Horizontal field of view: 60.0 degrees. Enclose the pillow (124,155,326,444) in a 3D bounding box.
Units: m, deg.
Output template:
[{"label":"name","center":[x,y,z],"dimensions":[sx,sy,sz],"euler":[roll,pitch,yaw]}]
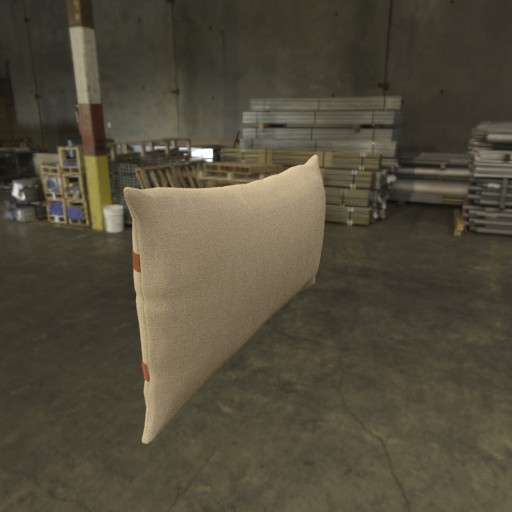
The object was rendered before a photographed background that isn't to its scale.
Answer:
[{"label":"pillow","center":[0.000,0.000,0.747],"dimensions":[0.148,0.308,0.612],"euler":[8,19,25]}]
